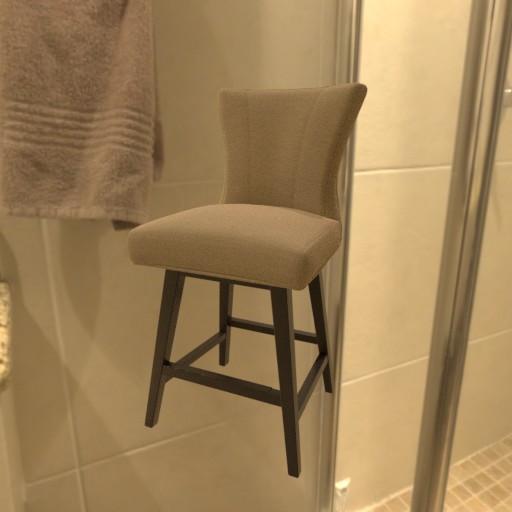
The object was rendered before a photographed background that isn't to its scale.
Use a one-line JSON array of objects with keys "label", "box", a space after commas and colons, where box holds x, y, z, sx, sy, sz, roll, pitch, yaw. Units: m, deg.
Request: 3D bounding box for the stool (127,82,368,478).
[{"label": "stool", "box": [0.000, 0.000, 1.342, 0.514, 1.000, 0.574, 7, 18, 24]}]
